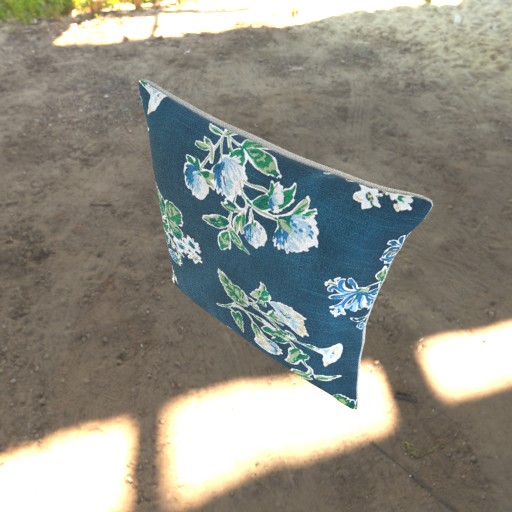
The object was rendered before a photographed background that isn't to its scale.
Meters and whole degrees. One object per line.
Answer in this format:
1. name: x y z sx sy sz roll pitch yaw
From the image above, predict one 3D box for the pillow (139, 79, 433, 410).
1. pillow: 0.000 0.000 0.806 0.525 0.508 0.166 31 53 27
